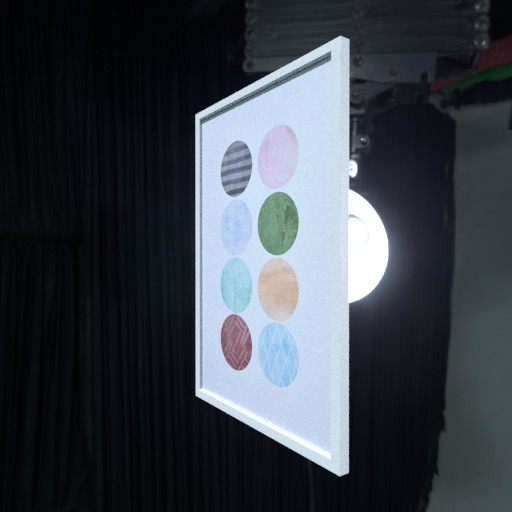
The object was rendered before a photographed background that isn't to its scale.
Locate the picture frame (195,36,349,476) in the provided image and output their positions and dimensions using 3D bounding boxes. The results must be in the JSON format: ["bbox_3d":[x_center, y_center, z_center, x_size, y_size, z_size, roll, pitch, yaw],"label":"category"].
[{"bbox_3d":[0.000,0.000,0.564,0.013,0.434,0.305,0,0,-35],"label":"picture frame"}]
